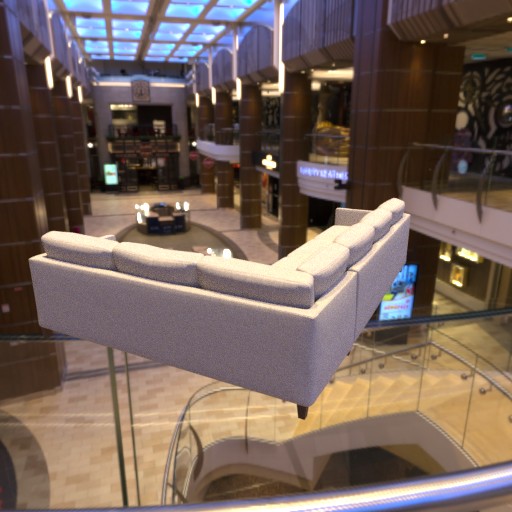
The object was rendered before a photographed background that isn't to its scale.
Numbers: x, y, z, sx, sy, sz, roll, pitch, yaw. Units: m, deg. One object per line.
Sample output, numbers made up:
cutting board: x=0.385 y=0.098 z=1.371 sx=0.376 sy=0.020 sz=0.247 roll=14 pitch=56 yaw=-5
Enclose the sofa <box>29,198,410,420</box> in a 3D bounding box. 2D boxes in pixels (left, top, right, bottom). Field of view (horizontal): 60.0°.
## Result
sofa: x=0.000 y=0.000 z=4.514 sx=2.522 sy=0.934 sz=3.333 roll=9 pitch=19 yaw=26
